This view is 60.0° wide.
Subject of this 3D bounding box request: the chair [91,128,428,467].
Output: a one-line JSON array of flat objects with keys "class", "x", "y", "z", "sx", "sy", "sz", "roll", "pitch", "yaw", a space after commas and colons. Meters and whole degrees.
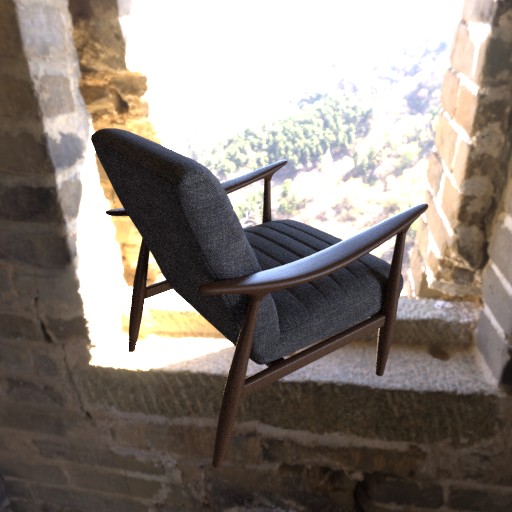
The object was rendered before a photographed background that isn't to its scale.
[{"class": "chair", "x": 0.000, "y": 0.000, "z": 1.450, "sx": 0.798, "sy": 0.832, "sz": 0.741, "roll": -18, "pitch": 31, "yaw": -32}]
